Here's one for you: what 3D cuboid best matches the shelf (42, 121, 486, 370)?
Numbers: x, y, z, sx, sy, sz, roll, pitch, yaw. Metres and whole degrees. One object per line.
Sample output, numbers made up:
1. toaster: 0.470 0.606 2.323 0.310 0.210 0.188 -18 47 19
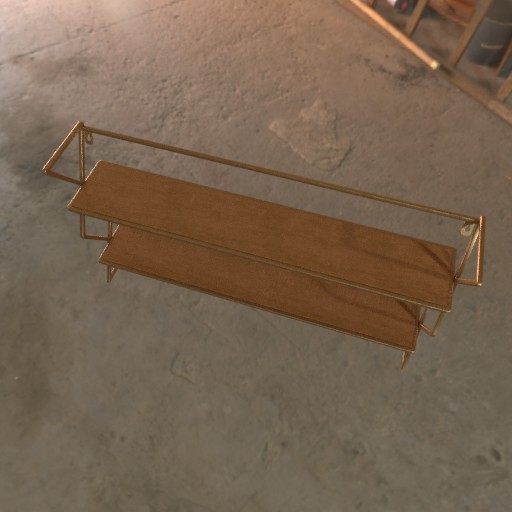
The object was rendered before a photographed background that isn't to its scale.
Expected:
1. shelf: 0.000 0.000 1.016 0.822 0.450 0.150 15 59 9
